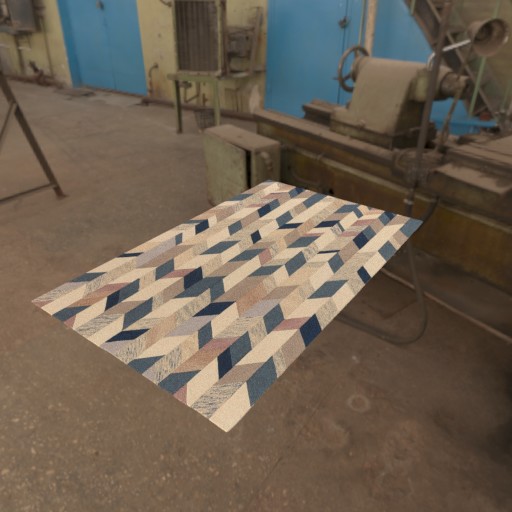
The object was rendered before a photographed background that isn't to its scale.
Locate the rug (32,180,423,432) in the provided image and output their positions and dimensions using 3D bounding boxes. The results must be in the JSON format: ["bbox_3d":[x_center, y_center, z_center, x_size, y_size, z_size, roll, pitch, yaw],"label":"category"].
[{"bbox_3d":[0.000,0.000,3.066,1.513,0.008,2.423,21,37,31],"label":"rug"}]
